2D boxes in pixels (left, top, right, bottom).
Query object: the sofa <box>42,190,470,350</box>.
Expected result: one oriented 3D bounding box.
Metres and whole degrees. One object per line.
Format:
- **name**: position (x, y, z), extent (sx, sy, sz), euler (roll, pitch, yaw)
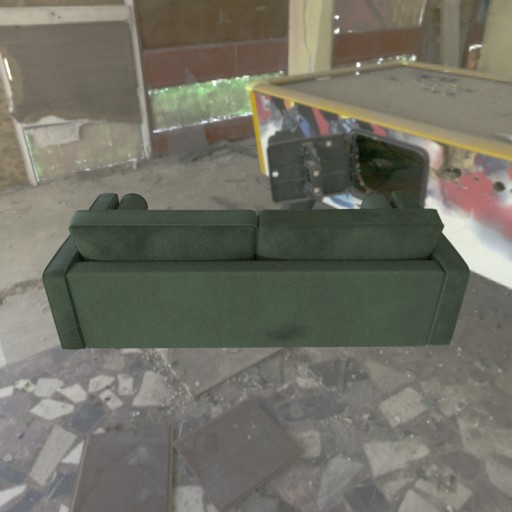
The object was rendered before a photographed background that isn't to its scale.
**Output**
- **sofa**: position (0.000, 0.000, 2.370), extent (1.880, 0.772, 0.916), euler (0, 31, 0)
